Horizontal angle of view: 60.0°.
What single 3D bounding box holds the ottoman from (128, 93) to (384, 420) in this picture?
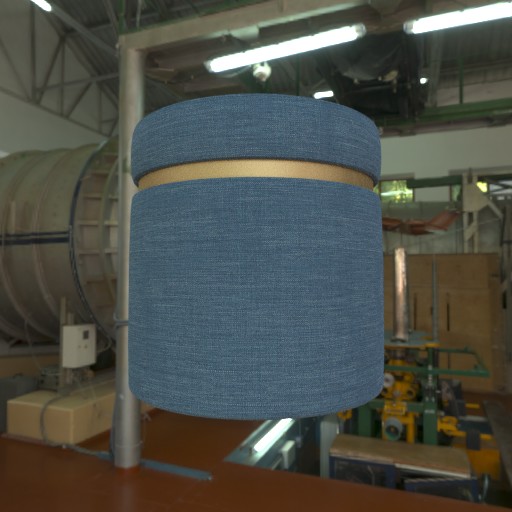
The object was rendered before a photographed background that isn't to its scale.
[{"bbox_3d":[0.000,0.000,0.722,0.398,0.406,0.398,0,-2,0],"label":"ottoman"}]
